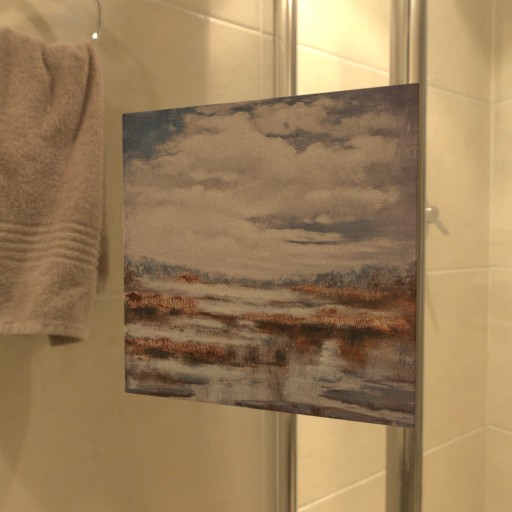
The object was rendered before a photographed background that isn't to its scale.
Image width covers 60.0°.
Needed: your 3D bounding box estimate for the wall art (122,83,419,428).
[{"bbox_3d":[0.000,0.000,1.300,0.888,0.897,0.035,1,2,18],"label":"wall art"}]
